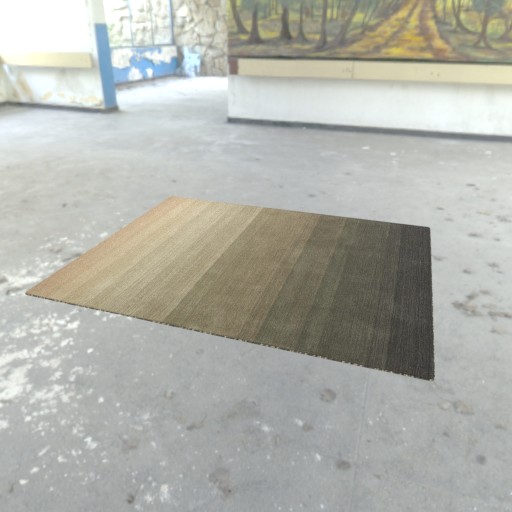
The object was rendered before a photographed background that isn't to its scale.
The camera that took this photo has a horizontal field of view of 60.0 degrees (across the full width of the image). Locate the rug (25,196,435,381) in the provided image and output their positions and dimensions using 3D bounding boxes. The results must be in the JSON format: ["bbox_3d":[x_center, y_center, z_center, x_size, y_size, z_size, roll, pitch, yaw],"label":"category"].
[{"bbox_3d":[0.000,0.000,3.871,2.902,0.017,2.305,9,28,17],"label":"rug"}]
